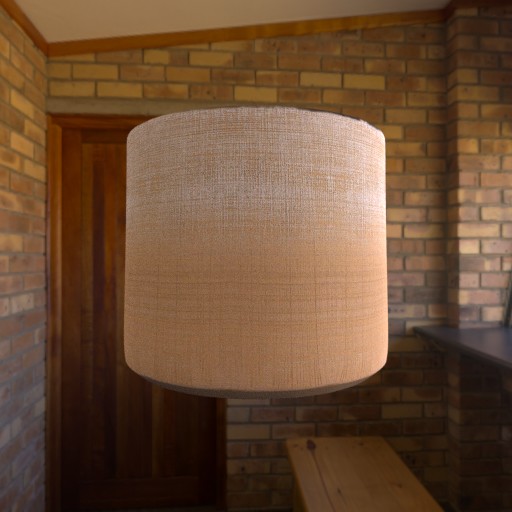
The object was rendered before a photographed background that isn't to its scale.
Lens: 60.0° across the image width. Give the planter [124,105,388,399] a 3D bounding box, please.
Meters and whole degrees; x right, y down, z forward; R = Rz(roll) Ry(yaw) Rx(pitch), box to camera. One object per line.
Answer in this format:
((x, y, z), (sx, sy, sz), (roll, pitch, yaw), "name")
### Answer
((0.000, 0.000, 0.445), (0.254, 0.221, 0.254), (0, 0, 0), "planter")
